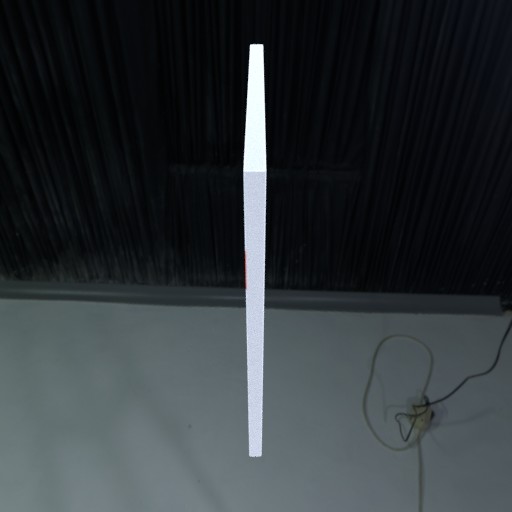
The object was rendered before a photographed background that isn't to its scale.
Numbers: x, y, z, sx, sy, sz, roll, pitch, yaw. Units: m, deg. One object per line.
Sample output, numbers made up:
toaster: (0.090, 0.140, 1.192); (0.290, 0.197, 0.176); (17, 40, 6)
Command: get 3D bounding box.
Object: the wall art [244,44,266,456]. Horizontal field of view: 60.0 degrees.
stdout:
wall art: (0.000, 0.000, 1.637); (0.046, 1.221, 0.914); (0, 40, 0)
